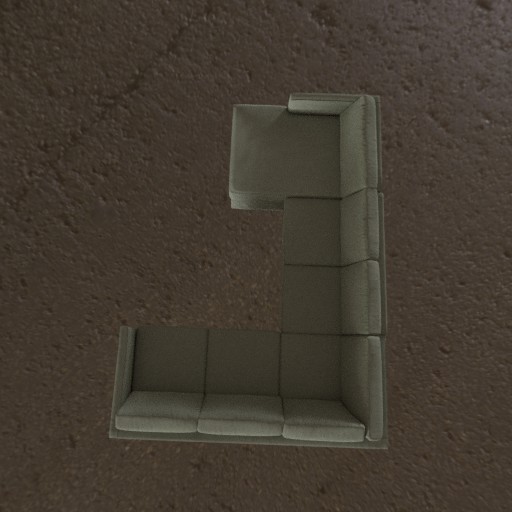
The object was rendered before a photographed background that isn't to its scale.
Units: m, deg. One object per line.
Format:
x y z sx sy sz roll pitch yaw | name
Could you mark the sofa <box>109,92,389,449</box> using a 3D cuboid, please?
0.000 0.000 4.431 2.440 0.869 3.434 2 77 0 | sofa
